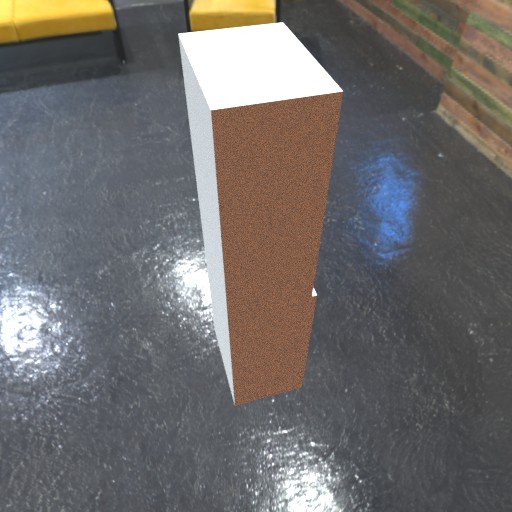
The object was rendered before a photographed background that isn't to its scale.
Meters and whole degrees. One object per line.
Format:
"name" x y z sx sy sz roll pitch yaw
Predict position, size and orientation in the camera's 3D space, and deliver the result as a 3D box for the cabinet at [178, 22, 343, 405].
"cabinet" 0.000 0.000 1.529 0.300 1.350 0.400 -12 48 -11
